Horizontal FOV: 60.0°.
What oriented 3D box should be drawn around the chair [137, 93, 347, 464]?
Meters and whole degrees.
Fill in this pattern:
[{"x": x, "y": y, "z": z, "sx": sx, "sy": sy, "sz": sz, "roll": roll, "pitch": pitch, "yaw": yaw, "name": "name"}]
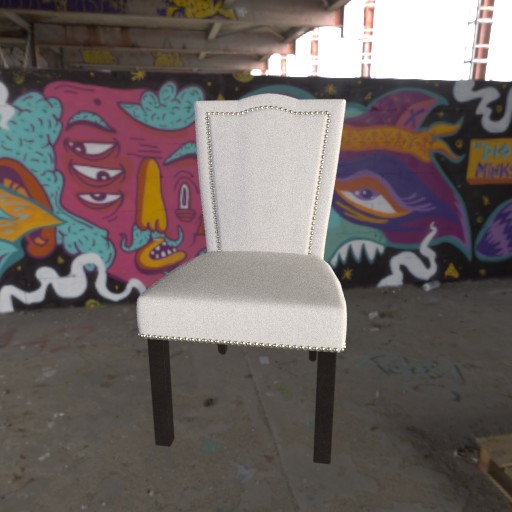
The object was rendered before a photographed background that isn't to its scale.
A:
[{"x": 0.000, "y": 0.000, "z": 1.307, "sx": 0.518, "sy": 0.946, "sz": 0.589, "roll": 2, "pitch": 15, "yaw": 9, "name": "chair"}]
